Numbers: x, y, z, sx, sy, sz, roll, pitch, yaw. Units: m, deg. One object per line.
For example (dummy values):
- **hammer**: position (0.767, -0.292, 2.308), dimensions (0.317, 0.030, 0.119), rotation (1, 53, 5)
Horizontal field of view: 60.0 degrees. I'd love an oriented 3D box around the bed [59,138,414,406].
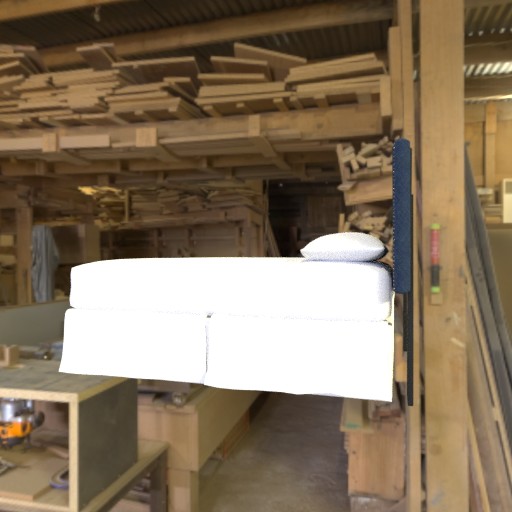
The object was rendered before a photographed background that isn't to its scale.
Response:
- **bed**: position (0.000, 0.000, 3.292), dimensions (2.153, 1.518, 1.713), rotation (0, 0, 18)
